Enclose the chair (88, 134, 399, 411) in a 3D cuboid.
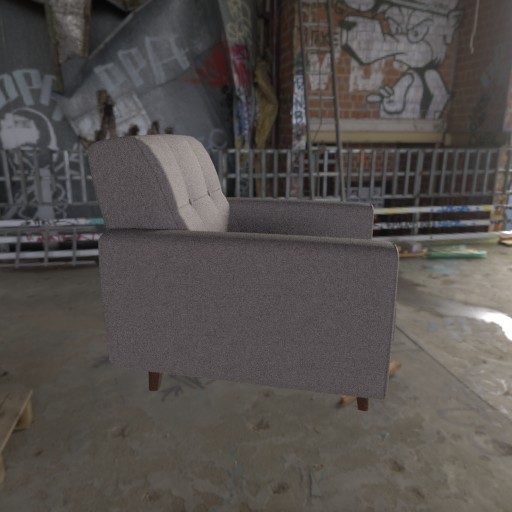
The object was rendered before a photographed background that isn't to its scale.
[{"bbox_3d":[0.000,0.000,1.585,0.907,0.839,0.831,2,15,9],"label":"chair"}]
